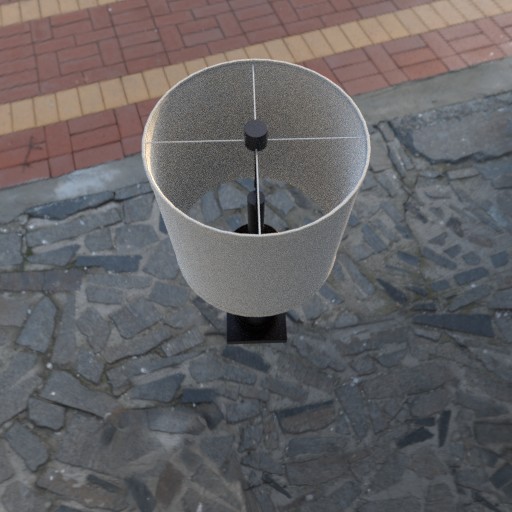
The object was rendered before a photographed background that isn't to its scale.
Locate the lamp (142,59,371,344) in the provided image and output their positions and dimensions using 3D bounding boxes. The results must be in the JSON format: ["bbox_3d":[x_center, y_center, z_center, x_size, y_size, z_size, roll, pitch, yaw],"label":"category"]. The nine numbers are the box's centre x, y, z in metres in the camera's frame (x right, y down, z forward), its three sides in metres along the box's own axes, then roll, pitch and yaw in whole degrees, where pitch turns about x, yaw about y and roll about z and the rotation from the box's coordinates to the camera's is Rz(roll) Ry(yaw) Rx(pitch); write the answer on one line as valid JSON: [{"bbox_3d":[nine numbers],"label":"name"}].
[{"bbox_3d":[0.000,0.000,0.625,0.211,0.509,0.211,-2,63,-1],"label":"lamp"}]
